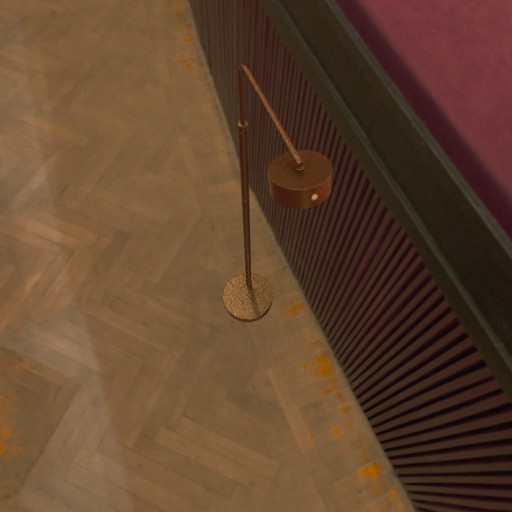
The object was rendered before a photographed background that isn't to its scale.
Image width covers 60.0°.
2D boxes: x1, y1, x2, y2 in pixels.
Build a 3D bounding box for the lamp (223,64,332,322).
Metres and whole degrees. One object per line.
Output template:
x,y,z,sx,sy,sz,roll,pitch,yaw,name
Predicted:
0.000,0.000,1.388,0.219,1.230,0.418,-20,65,-9,lamp
